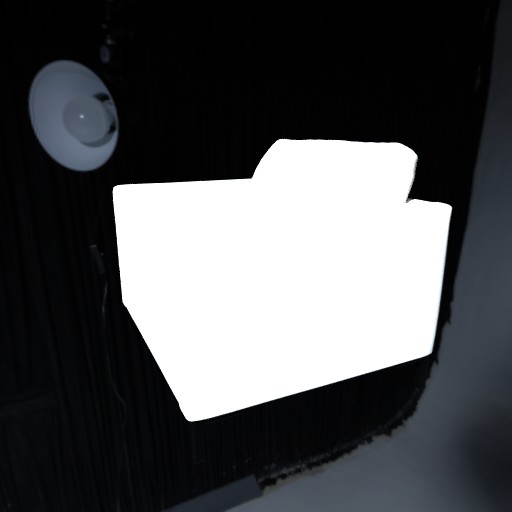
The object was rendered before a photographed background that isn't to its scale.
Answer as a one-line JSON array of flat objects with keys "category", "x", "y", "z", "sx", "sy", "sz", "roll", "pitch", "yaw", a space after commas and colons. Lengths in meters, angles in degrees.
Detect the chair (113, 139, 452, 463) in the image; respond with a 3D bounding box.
[{"category": "chair", "x": 0.000, "y": 0.000, "z": 1.604, "sx": 0.875, "sy": 0.806, "sz": 0.964, "roll": -7, "pitch": 17, "yaw": -25}]
